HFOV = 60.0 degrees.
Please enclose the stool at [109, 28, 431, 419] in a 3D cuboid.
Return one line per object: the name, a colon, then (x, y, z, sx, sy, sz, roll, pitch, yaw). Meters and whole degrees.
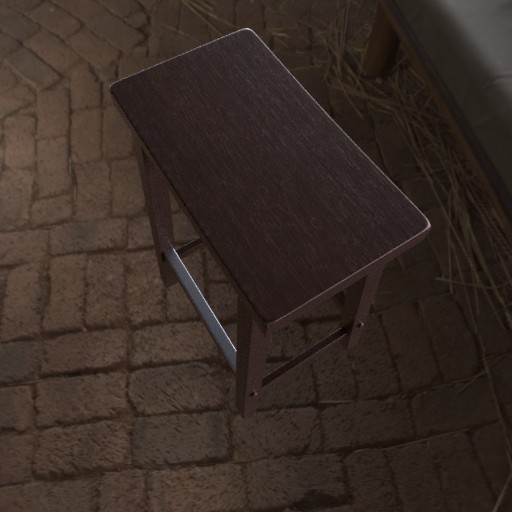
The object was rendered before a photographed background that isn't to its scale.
stool: (0.000, 0.000, 0.831, 0.322, 0.610, 0.406, -29, 67, -14)
